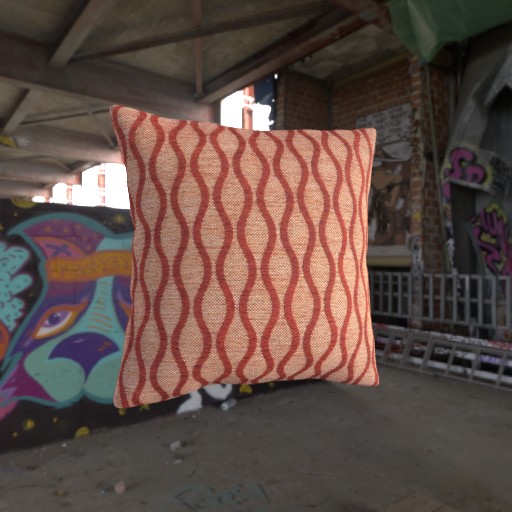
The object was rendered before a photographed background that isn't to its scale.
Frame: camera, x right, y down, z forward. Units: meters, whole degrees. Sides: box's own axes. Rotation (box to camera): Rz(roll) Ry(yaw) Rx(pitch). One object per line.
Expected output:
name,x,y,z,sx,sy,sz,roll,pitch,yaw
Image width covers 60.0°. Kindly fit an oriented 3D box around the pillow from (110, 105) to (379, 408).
pillow,0.000,0.000,0.680,0.429,0.434,0.159,0,-1,-17
